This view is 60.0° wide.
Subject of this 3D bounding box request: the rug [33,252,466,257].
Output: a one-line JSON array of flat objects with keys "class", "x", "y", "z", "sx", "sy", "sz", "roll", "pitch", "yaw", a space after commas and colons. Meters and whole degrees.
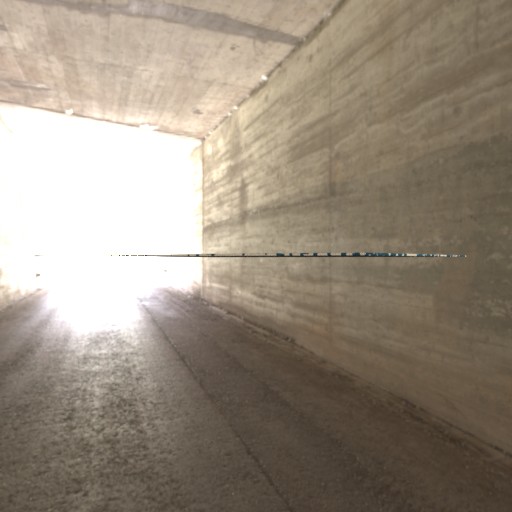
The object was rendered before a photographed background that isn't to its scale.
[{"class": "rug", "x": 0.000, "y": 0.000, "z": 3.950, "sx": 3.017, "sy": 0.014, "sz": 2.416, "roll": 0, "pitch": 0, "yaw": 35}]
